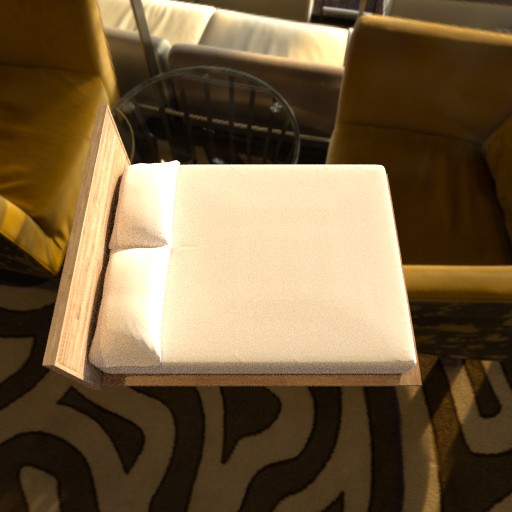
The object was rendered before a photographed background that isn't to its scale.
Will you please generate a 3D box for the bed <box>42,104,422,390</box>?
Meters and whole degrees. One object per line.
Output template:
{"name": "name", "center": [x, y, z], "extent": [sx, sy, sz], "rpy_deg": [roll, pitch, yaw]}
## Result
{"name": "bed", "center": [0.000, 0.000, 3.079], "extent": [2.145, 1.071, 1.759], "rpy_deg": [0, 63, 0]}
